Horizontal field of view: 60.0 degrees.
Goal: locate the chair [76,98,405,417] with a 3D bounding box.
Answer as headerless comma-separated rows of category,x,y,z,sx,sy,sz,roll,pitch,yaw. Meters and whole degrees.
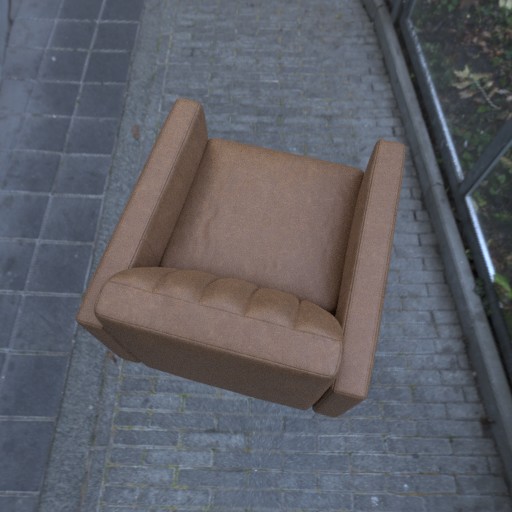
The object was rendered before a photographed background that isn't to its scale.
chair,0.000,0.000,1.713,0.953,0.819,0.998,14,65,6
